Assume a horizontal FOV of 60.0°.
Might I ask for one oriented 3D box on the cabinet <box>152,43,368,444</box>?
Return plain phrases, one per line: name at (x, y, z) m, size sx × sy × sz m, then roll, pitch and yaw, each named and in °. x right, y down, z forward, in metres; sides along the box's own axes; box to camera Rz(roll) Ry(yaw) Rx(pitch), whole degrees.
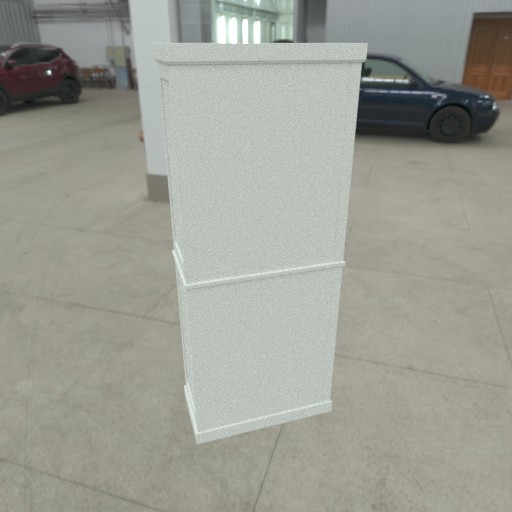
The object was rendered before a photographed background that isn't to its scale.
cabinet at (0.000, 0.000, 2.113) m, size 0.754 × 1.829 × 0.390 m, roll -8°, pitch 27°, yaw -16°
